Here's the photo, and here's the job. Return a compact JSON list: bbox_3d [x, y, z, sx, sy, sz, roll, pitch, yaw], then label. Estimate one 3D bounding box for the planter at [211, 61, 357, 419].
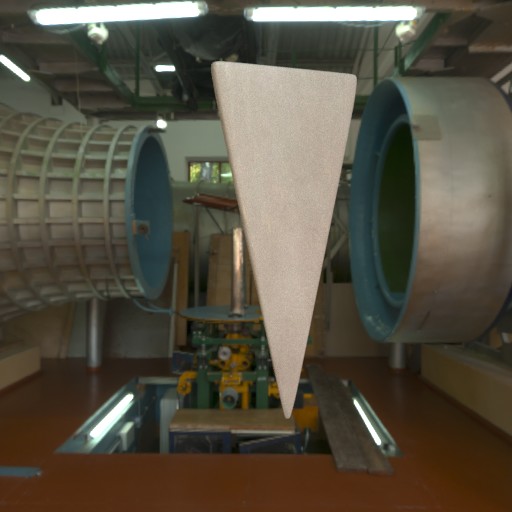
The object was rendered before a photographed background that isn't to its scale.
[{"bbox_3d":[0.000,0.000,0.275,0.101,0.224,0.081,0,0,35],"label":"planter"}]
